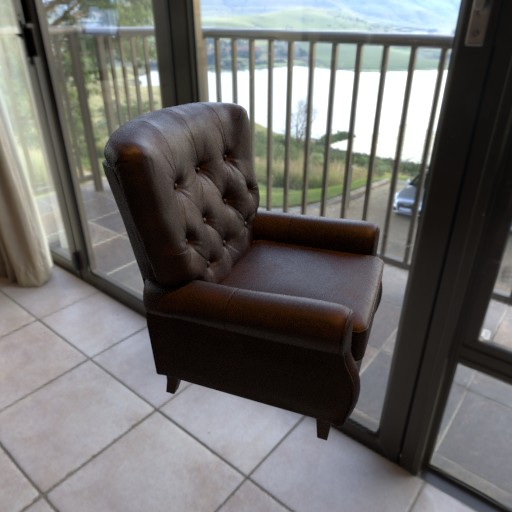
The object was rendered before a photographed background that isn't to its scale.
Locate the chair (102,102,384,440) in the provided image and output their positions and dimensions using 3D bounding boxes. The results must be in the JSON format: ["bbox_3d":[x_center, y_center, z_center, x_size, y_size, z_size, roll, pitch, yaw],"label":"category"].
[{"bbox_3d":[0.000,0.000,1.907,1.058,1.158,0.948,10,30,18],"label":"chair"}]
